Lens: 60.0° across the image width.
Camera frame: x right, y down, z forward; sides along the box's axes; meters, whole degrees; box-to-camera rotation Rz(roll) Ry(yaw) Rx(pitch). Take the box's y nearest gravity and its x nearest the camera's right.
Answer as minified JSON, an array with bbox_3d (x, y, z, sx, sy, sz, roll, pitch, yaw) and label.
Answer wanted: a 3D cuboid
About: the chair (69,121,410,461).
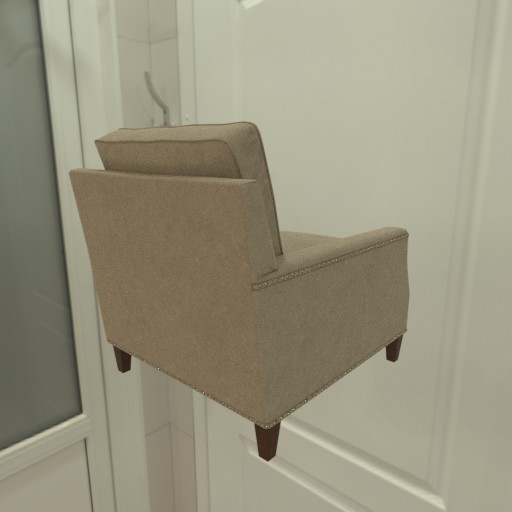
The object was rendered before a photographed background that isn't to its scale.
[{"bbox_3d":[0.000,0.000,1.701,0.853,0.943,1.014,12,19,41],"label":"chair"}]
